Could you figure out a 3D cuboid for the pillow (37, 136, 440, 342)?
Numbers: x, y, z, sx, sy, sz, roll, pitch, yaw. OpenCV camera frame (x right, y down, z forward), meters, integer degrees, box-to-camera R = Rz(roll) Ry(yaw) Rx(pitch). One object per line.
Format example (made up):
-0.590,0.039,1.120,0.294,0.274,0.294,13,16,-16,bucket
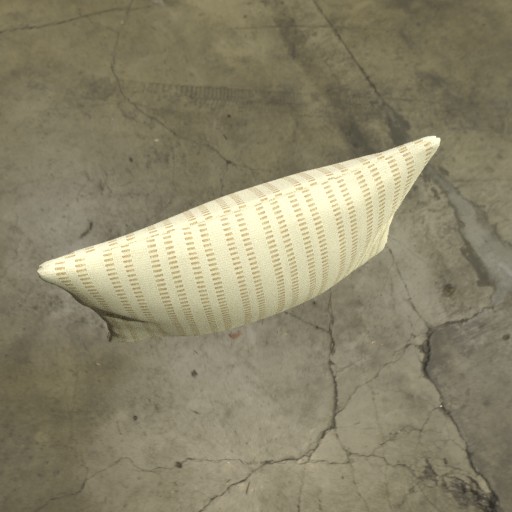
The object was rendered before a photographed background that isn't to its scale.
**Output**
0.000,0.000,0.799,0.640,0.353,0.210,-19,65,-9,pillow
